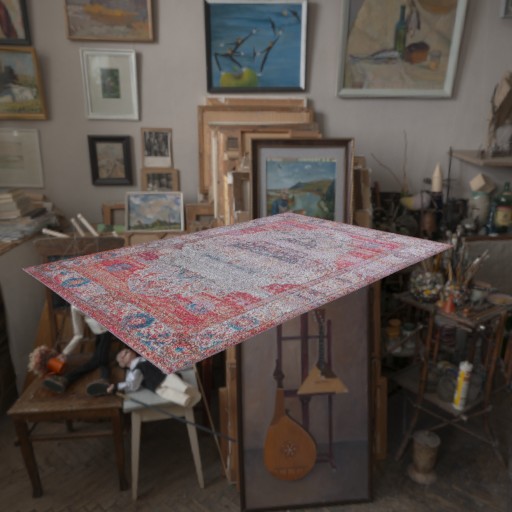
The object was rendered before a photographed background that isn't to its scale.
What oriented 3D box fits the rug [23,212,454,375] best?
[{"bbox_3d":[0.000,0.000,2.232,1.829,0.006,1.219,-16,24,-41],"label":"rug"}]
